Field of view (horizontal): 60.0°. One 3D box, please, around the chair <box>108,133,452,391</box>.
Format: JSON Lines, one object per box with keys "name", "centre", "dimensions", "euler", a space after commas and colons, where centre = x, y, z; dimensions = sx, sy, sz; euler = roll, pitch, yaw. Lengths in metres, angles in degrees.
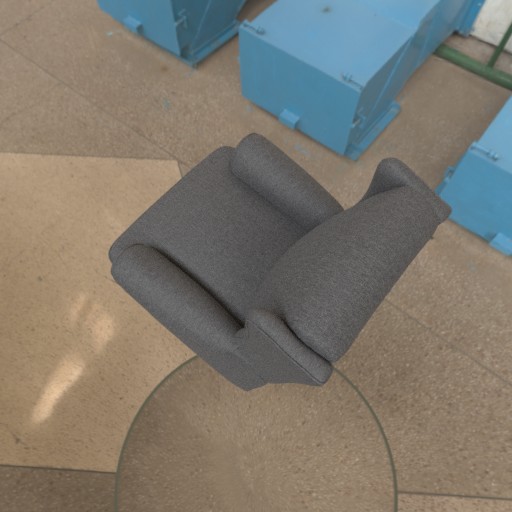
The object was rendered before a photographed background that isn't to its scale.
{"name": "chair", "centre": [0.000, 0.000, 1.699], "dimensions": [0.969, 1.011, 0.847], "euler": [36, 69, 17]}
